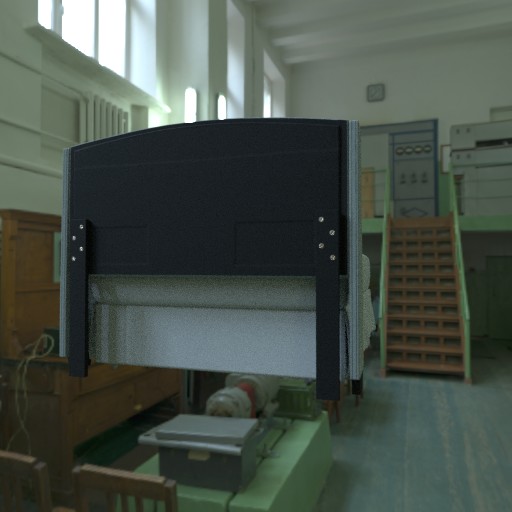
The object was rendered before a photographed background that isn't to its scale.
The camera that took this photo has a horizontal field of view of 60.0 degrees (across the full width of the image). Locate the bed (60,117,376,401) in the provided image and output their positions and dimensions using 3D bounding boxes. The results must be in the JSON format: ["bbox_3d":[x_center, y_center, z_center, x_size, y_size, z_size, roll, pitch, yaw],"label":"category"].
[{"bbox_3d":[0.000,0.000,3.379,1.710,1.407,2.237,0,-1,18],"label":"bed"}]
